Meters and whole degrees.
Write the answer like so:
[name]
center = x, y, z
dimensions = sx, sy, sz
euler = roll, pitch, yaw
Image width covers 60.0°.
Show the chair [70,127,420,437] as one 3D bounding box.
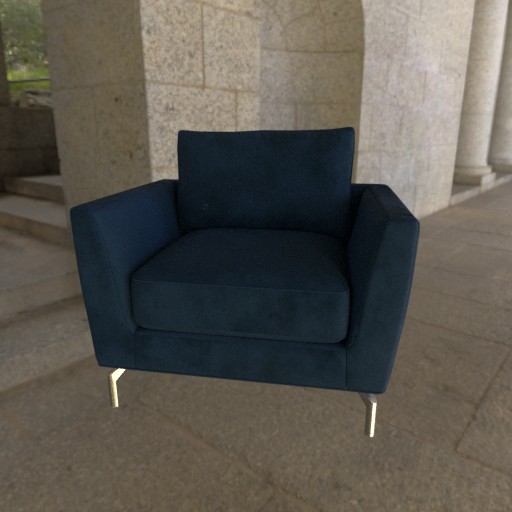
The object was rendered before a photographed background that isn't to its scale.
[chair]
center = 0.000, 0.000, 1.598
dimensions = 0.977, 0.893, 0.746
euler = 3, 17, 10
